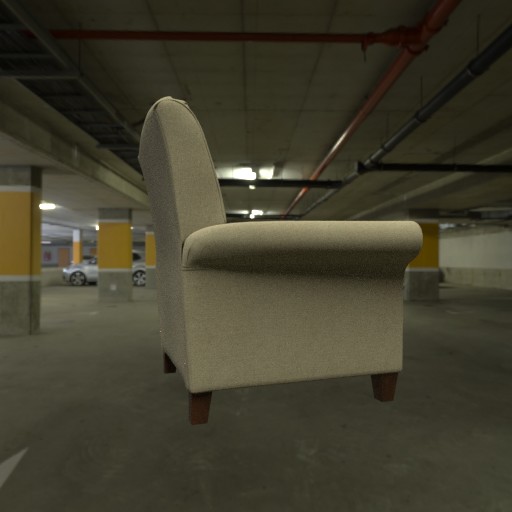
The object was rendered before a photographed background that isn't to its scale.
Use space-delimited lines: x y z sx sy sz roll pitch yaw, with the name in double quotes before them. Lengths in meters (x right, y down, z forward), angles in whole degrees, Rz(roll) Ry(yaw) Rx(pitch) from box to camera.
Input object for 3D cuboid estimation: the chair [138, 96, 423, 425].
"chair" 0.000 0.000 1.825 0.905 1.061 0.978 0 -1 -19
